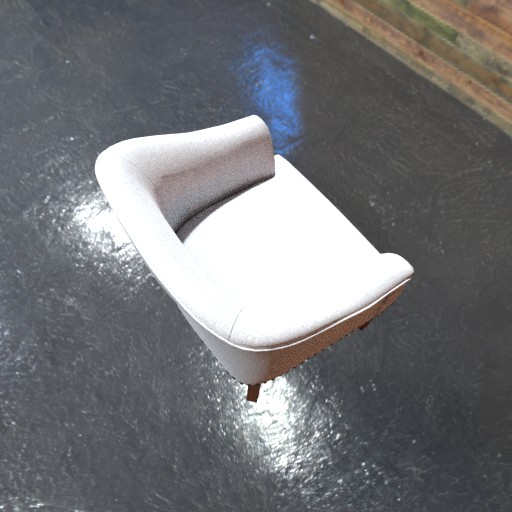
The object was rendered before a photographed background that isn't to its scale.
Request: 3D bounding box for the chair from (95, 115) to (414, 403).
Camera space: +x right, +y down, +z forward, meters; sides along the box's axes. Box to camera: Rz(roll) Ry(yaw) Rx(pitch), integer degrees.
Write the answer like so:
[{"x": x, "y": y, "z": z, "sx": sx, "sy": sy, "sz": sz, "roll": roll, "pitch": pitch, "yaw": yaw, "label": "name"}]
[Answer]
[{"x": 0.000, "y": 0.000, "z": 1.458, "sx": 0.704, "sy": 0.815, "sz": 0.798, "roll": -30, "pitch": 63, "yaw": -17, "label": "chair"}]
